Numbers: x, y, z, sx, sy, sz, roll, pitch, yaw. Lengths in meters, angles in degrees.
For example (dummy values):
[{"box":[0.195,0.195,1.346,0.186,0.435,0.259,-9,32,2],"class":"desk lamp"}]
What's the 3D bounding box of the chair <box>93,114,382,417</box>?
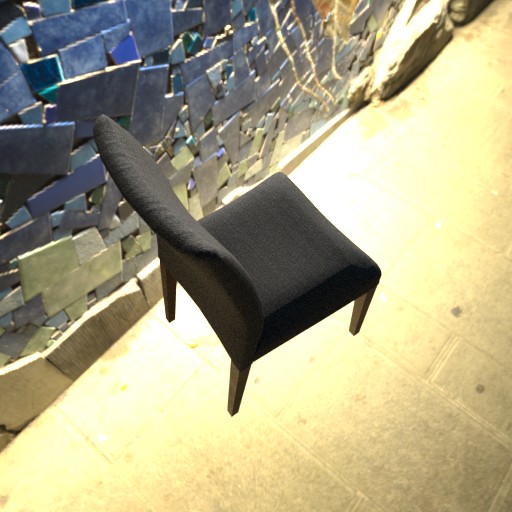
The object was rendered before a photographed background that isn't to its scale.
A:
[{"box":[0.000,0.000,1.264,0.585,0.940,0.496,-31,62,-19],"class":"chair"}]
